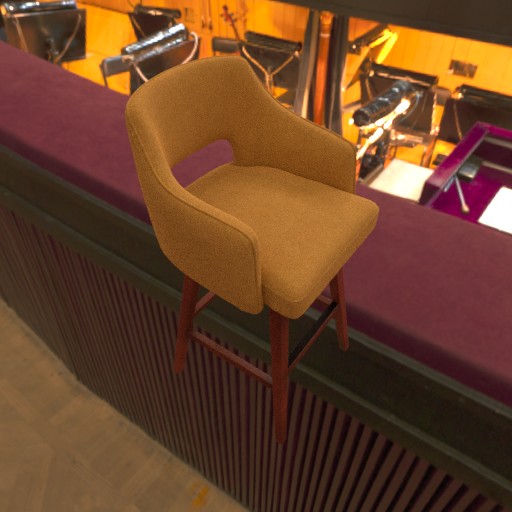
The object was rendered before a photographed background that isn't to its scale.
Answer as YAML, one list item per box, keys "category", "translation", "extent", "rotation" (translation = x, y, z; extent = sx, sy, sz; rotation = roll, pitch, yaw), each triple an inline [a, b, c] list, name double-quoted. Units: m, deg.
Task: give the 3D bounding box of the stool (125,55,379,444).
- category: "stool"
  translation: [0.000, 0.000, 1.350]
  extent: [0.558, 1.012, 0.548]
  rotation: [26, 48, 26]
